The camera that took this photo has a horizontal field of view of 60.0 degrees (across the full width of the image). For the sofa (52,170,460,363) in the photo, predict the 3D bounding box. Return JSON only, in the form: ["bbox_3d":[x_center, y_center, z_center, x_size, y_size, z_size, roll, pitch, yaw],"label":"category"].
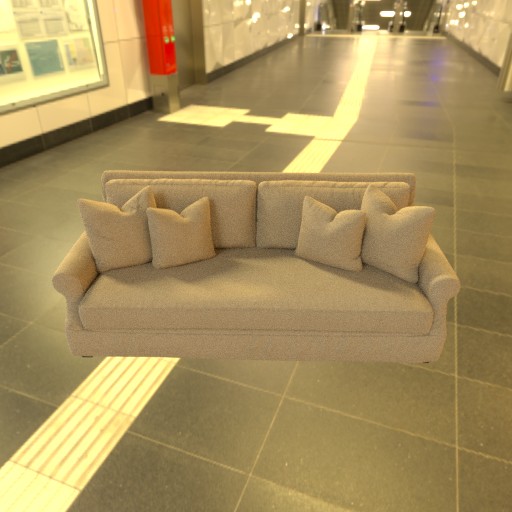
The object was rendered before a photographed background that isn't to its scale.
[{"bbox_3d":[0.000,0.000,2.824,2.285,0.904,1.067,1,31,1],"label":"sofa"}]
